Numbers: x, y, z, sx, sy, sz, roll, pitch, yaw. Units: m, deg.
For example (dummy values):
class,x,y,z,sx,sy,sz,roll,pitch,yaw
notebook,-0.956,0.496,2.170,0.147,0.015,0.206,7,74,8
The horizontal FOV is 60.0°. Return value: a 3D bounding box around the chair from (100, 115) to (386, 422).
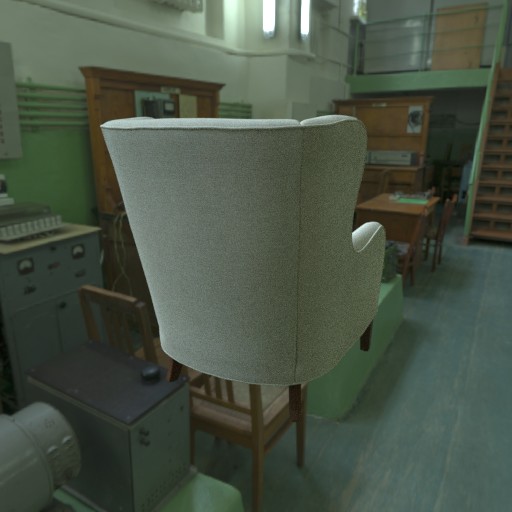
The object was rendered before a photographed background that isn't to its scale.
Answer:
class,x,y,z,sx,sy,sz,roll,pitch,yaw
chair,0.000,0.000,1.738,0.838,1.040,0.966,9,18,27
